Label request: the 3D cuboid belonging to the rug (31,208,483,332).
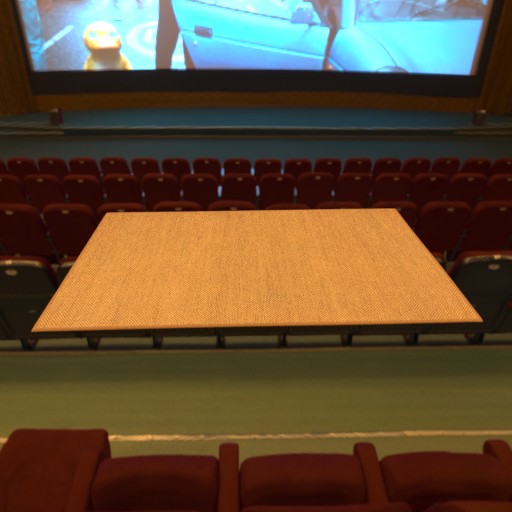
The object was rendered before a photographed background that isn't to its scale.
[{"bbox_3d":[0.000,0.000,2.090,1.668,0.012,1.061,-1,29,-2],"label":"rug"}]
